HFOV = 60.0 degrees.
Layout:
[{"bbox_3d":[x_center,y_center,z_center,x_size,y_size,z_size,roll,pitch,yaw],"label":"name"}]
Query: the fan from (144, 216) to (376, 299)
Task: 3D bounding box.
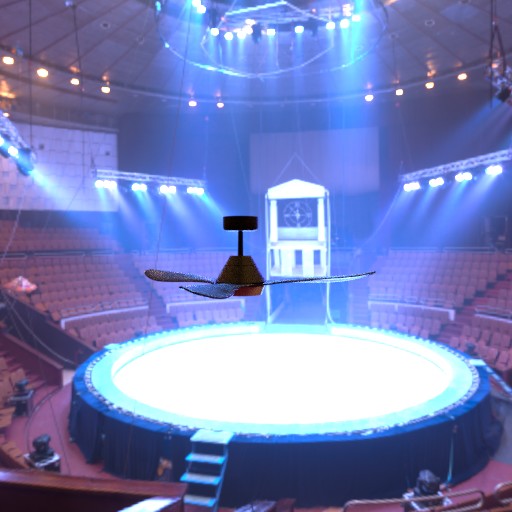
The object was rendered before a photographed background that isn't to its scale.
[{"bbox_3d":[0.000,0.000,1.654,1.067,0.305,1.067,0,1,-1],"label":"fan"}]
